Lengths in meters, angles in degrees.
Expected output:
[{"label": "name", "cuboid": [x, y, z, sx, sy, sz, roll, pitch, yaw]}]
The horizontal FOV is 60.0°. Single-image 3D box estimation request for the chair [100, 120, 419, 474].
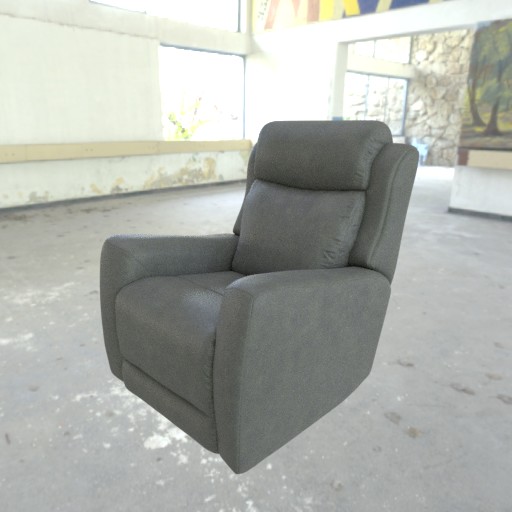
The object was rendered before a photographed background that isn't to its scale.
[{"label": "chair", "cuboid": [0.000, 0.000, 1.902, 1.068, 1.116, 0.967, -16, 23, -42]}]
